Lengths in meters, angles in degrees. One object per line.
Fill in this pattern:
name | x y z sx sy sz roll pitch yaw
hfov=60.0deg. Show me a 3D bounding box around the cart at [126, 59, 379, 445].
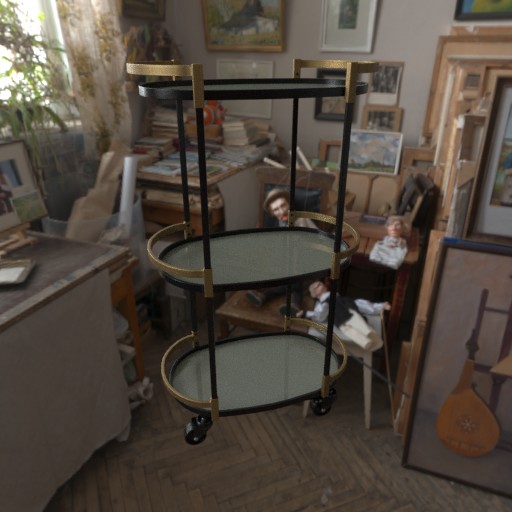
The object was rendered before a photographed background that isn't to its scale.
cart | 0.000 0.000 1.098 0.515 0.885 0.311 -7 26 -15
